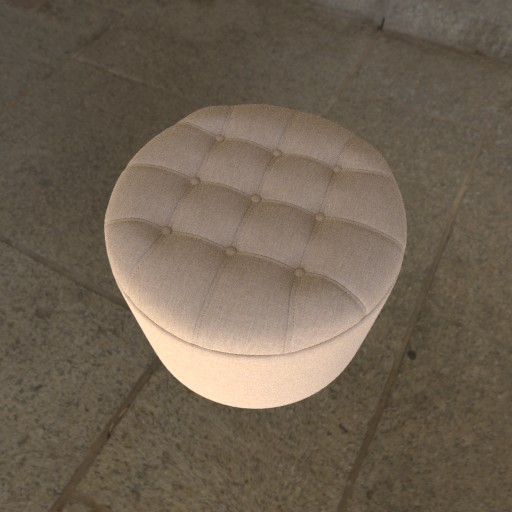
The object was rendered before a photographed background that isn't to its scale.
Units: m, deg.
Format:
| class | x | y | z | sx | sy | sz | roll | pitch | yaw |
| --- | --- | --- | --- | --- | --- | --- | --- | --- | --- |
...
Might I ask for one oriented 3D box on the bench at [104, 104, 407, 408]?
| class | x | y | z | sx | sy | sz | roll | pitch | yaw |
| --- | --- | --- | --- | --- | --- | --- | --- | --- | --- |
| bench | 0.000 | 0.000 | 1.028 | 0.600 | 0.454 | 0.600 | 0 | 58 | 0 |
